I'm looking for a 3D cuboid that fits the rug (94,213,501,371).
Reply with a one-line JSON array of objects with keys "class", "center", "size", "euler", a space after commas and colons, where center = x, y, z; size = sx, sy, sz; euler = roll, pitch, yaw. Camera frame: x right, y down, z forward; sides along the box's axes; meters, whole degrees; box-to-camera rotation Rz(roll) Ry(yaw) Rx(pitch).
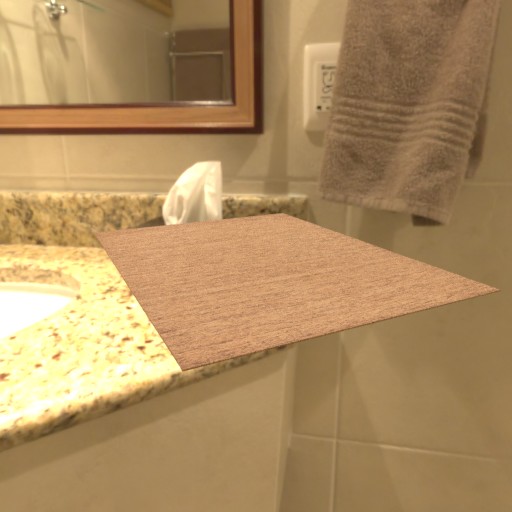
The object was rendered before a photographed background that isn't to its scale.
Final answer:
[{"class": "rug", "center": [0.000, 0.000, 4.120], "size": [2.448, 0.013, 3.205], "euler": [-8, 19, -26]}]
